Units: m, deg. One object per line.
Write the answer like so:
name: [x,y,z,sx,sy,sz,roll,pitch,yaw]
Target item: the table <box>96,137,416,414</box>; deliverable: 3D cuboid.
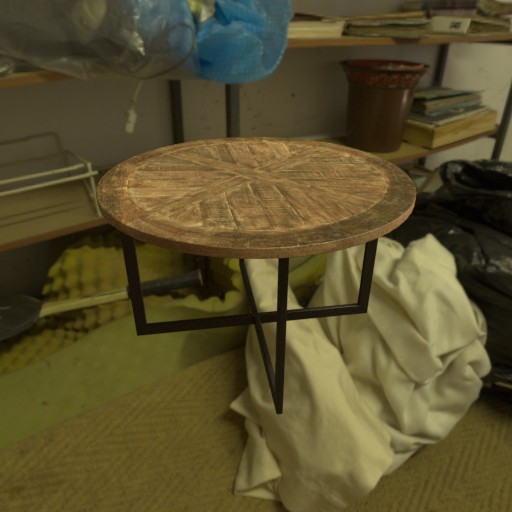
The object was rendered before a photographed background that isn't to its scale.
table: [0.000,0.000,2.019,1.264,0.762,1.264,0,29,0]
